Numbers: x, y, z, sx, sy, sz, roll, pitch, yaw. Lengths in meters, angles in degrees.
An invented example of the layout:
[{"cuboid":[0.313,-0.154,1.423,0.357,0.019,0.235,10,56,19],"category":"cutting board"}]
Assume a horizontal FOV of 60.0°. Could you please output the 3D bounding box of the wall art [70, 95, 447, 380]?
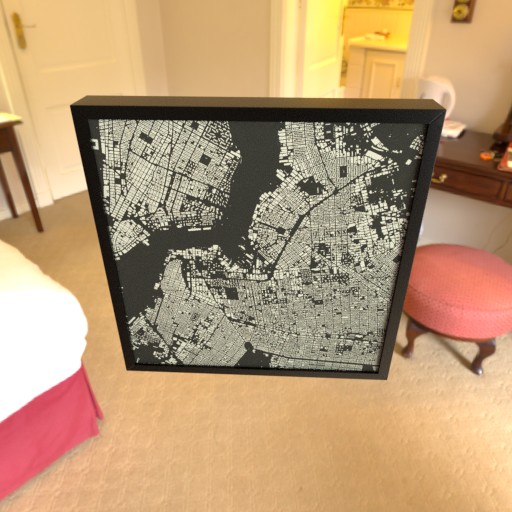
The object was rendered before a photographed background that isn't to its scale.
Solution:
[{"cuboid":[0.000,0.000,0.445,0.299,0.299,0.037,1,32,2],"category":"wall art"}]
